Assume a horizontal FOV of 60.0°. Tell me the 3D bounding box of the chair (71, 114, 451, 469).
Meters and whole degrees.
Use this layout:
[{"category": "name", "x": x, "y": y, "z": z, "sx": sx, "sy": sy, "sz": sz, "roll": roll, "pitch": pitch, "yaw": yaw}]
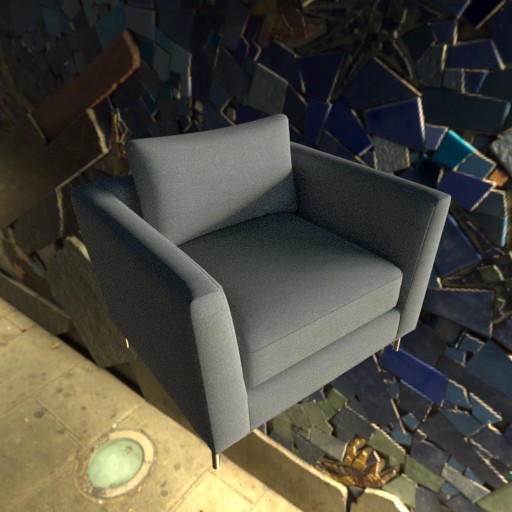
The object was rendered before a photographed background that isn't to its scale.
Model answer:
[{"category": "chair", "x": 0.000, "y": 0.000, "z": 1.669, "sx": 1.041, "sy": 0.864, "sz": 0.889, "roll": -21, "pitch": 36, "yaw": -31}]
